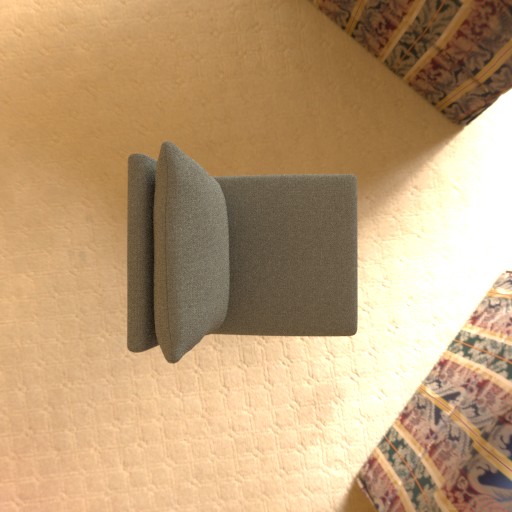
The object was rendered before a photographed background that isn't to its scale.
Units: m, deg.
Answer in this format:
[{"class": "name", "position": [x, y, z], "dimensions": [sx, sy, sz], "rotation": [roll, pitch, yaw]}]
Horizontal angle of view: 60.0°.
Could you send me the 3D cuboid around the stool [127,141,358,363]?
[{"class": "stool", "position": [0.000, 0.000, 1.435], "dimensions": [0.569, 1.132, 0.463], "rotation": [0, 89, -1]}]
